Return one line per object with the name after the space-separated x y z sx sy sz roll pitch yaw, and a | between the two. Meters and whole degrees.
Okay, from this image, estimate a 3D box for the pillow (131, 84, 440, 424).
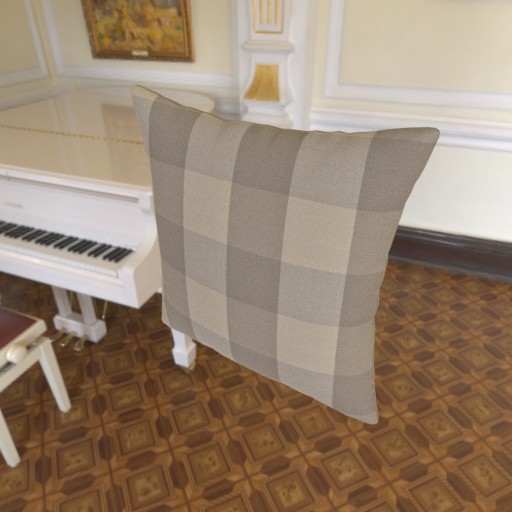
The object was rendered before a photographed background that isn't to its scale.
0.000 0.000 0.760 0.511 0.509 0.161 19 36 29 | pillow
